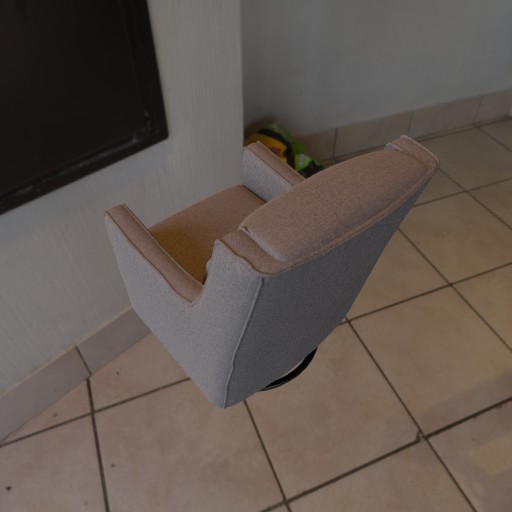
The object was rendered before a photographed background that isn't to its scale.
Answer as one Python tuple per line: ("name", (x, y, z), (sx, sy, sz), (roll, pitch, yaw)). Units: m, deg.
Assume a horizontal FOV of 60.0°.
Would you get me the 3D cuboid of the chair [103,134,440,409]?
("chair", (0.000, 0.000, 1.593), (0.732, 0.993, 0.879), (-32, 53, -27))
